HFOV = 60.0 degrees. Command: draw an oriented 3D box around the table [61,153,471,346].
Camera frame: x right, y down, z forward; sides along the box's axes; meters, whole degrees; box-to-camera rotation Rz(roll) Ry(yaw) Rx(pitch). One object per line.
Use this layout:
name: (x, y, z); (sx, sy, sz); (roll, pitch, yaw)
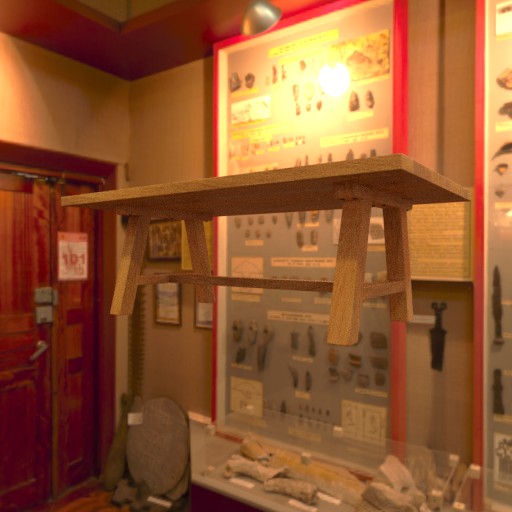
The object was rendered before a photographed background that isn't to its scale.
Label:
table: (0.000, 0.000, 1.642); (1.320, 0.455, 0.760); (0, 1, 36)
